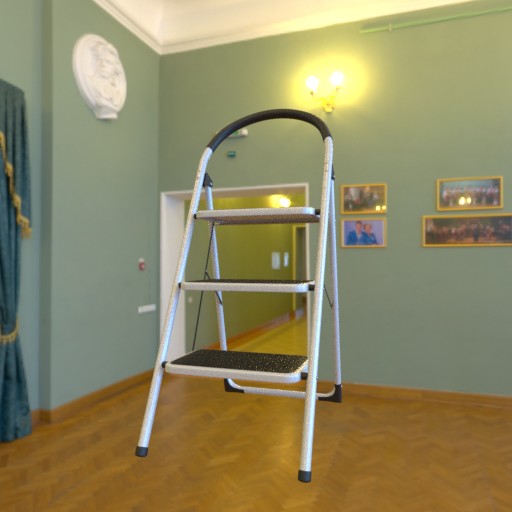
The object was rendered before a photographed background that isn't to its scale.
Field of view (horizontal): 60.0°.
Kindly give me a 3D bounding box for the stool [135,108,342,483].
[{"bbox_3d":[0.000,0.000,1.452,0.485,1.109,0.676,0,-1,18],"label":"stool"}]
